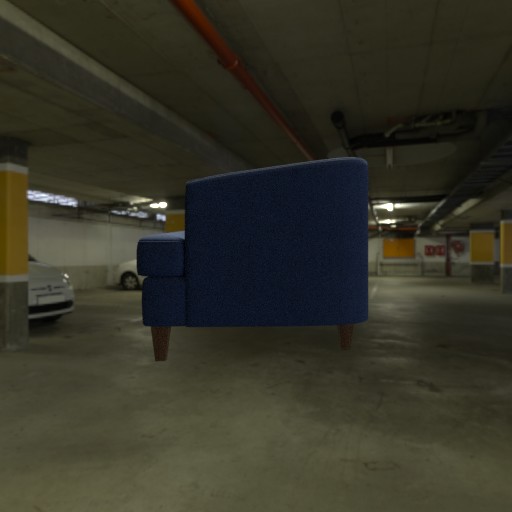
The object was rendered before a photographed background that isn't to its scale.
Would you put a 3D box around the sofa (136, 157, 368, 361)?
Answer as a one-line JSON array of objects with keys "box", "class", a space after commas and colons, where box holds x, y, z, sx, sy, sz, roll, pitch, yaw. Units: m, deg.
[{"box": [0.000, 0.000, 2.715, 0.914, 0.787, 2.235, 0, 0, -1], "class": "sofa"}]
